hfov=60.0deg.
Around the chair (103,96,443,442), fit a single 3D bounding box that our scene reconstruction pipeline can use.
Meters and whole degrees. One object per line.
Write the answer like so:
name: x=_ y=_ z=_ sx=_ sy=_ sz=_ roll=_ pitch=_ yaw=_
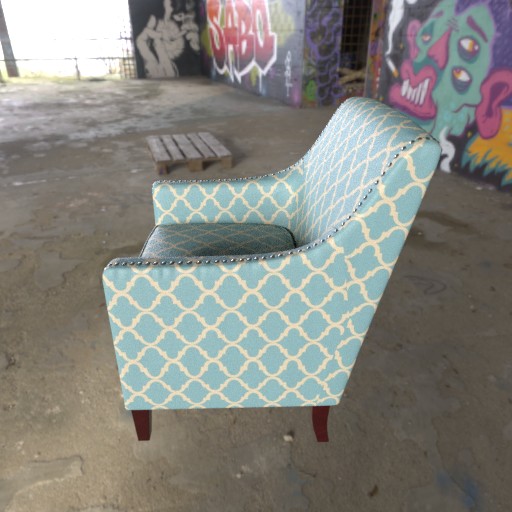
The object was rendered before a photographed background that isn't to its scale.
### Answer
chair: x=0.000 y=0.000 z=1.263 sx=0.686 sy=0.817 sz=0.617 roll=-1 pitch=27 yaw=-1
